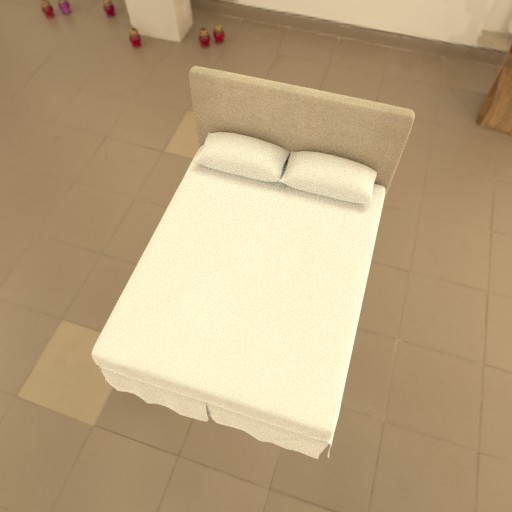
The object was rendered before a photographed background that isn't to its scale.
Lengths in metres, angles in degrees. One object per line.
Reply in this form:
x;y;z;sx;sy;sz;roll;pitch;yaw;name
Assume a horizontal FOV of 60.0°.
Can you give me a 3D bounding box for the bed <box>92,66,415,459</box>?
0.000;0.000;3.169;1.713;1.330;2.162;15;59;9;bed
